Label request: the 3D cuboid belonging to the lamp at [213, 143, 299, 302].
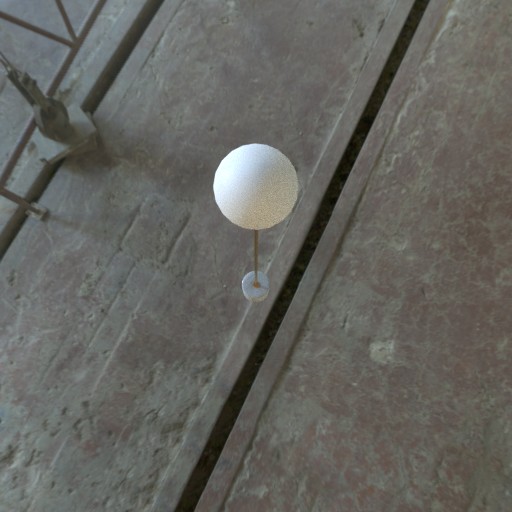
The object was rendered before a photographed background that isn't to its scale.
[{"bbox_3d":[0.000,0.000,1.913,0.224,1.753,0.224,-19,77,-5],"label":"lamp"}]
